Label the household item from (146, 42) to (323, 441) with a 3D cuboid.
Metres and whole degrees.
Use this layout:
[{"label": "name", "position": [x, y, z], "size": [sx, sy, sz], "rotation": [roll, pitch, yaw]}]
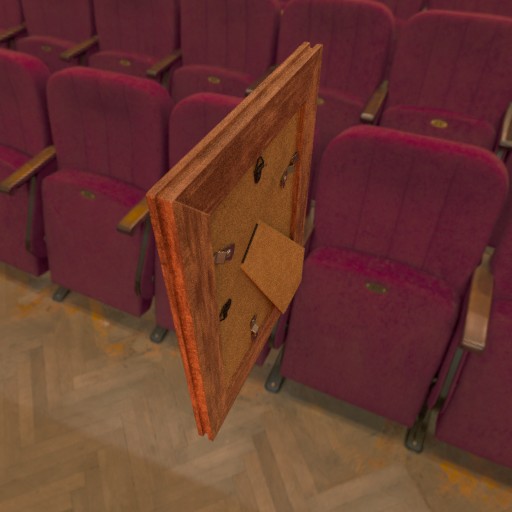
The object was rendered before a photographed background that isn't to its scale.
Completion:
[{"label": "household item", "position": [0.000, 0.000, 0.323], "size": [0.018, 0.237, 0.186], "rotation": [18, 48, 17]}]
